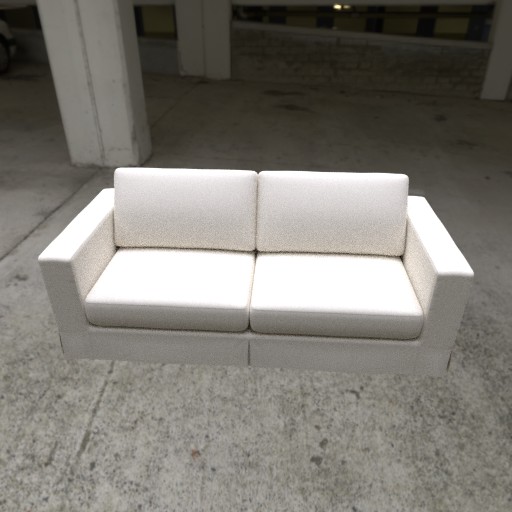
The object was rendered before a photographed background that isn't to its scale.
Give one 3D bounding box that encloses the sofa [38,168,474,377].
[{"bbox_3d":[0.000,0.000,2.647,2.163,0.881,0.954,2,31,3],"label":"sofa"}]
